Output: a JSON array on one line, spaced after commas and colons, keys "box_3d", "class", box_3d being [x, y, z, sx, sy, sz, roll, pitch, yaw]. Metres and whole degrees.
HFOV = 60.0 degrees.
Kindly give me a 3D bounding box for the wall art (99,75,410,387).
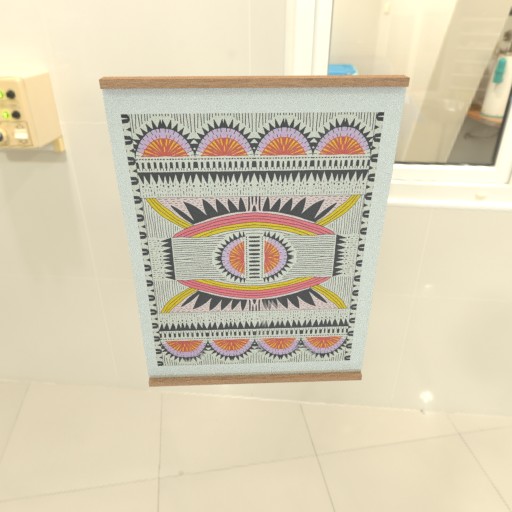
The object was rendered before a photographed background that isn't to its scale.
[{"box_3d": [0.000, 0.000, 0.807, 0.456, 0.609, 0.028, -1, 30, -2], "class": "wall art"}]
